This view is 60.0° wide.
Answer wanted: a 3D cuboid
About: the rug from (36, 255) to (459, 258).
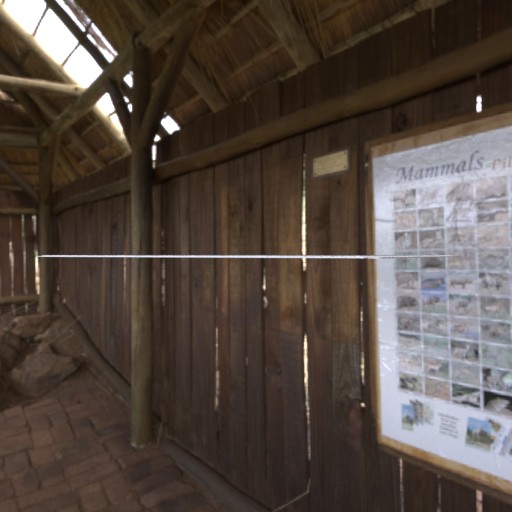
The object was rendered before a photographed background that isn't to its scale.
[{"bbox_3d":[0.000,0.000,3.817,2.910,0.013,2.256,0,0,34],"label":"rug"}]
